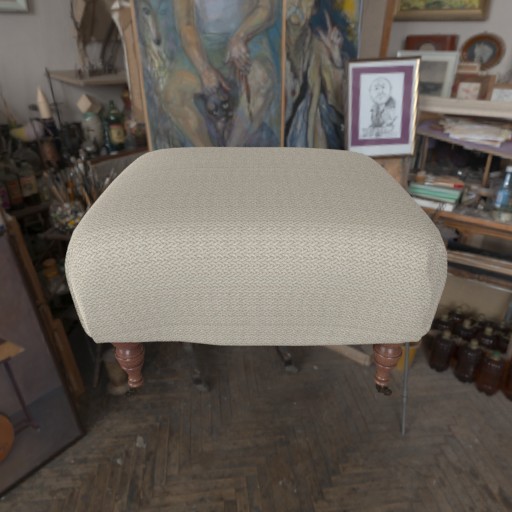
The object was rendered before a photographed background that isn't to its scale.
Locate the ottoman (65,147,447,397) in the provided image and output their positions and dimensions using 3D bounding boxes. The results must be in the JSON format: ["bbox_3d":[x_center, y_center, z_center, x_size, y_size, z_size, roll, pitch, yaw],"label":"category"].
[{"bbox_3d":[0.000,0.000,1.056,0.684,0.447,0.622,0,27,0],"label":"ottoman"}]
